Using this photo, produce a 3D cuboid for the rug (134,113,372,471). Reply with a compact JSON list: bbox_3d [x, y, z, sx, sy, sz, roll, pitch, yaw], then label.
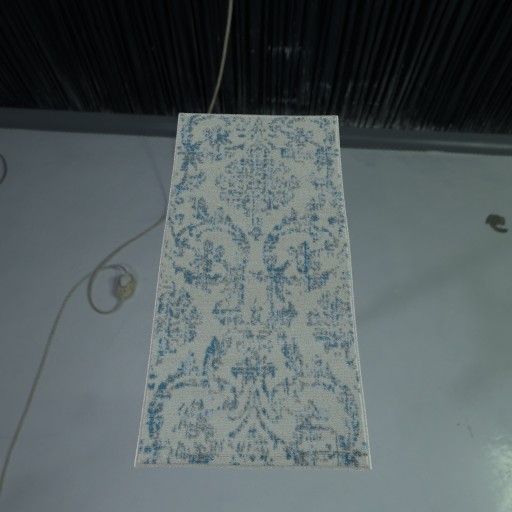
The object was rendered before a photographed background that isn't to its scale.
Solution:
[{"bbox_3d":[0.000,0.000,1.407,0.605,0.007,1.220,1,63,0],"label":"rug"}]
